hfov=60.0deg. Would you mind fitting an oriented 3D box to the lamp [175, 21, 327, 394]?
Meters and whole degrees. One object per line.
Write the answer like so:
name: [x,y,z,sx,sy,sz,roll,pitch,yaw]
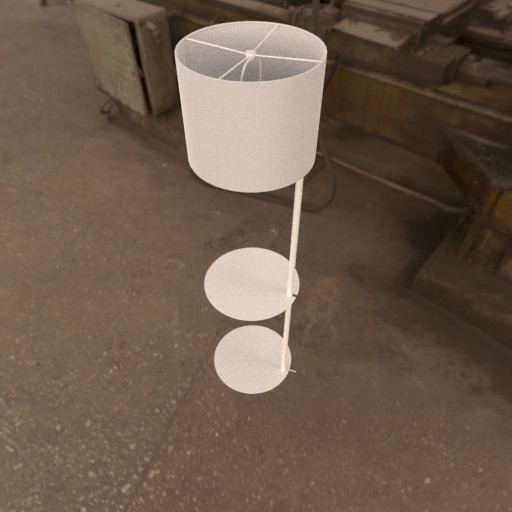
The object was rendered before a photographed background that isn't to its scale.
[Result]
lamp: [0.000,0.000,1.613,0.405,1.465,0.372,17,49,16]
